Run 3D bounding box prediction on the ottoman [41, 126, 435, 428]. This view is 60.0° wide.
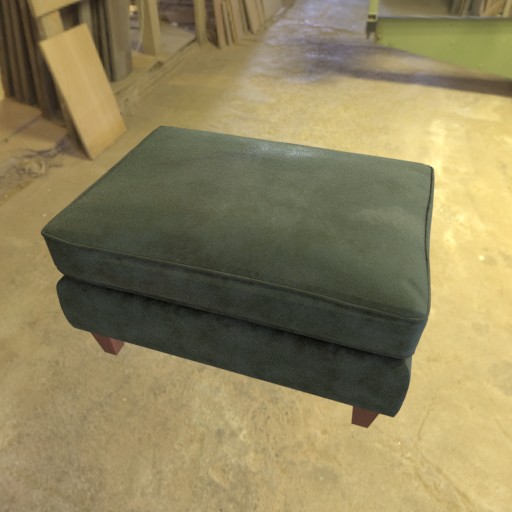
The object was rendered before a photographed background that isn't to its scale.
[{"bbox_3d":[0.000,0.000,1.237,0.864,0.495,0.632,12,42,13],"label":"ottoman"}]
